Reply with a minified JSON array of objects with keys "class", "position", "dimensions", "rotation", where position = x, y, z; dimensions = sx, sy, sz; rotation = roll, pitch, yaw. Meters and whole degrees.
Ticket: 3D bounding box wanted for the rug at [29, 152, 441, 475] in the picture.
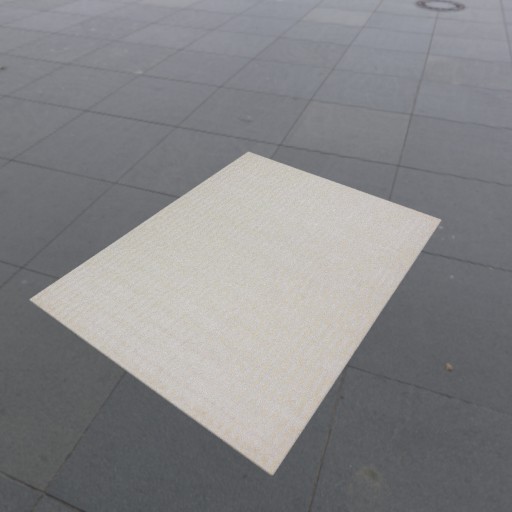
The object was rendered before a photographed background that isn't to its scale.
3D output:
[{"class":"rug","position":[0.000,0.000,4.050],"dimensions":[2.410,0.021,3.055],"rotation":[25,48,26]}]
